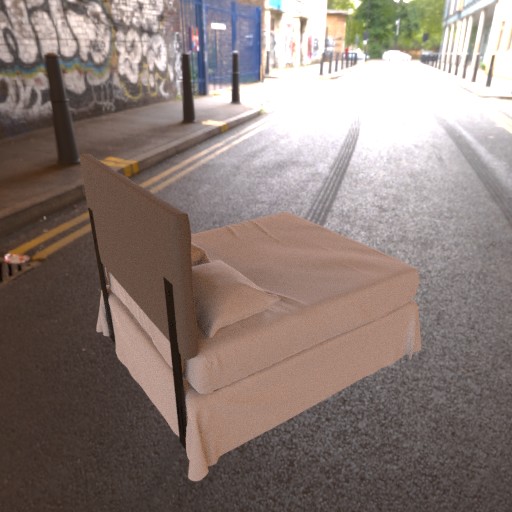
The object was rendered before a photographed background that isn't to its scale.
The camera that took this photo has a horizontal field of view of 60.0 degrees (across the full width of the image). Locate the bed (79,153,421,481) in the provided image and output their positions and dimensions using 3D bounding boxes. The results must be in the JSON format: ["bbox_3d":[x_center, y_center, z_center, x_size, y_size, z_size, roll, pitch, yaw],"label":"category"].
[{"bbox_3d":[0.000,0.000,3.503,2.222,1.577,1.936,-16,30,-31],"label":"bed"}]
